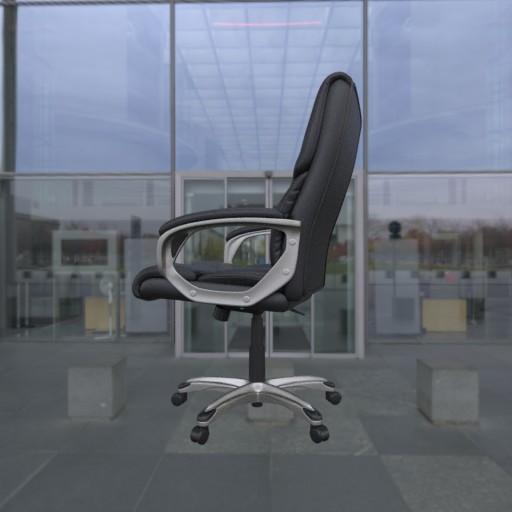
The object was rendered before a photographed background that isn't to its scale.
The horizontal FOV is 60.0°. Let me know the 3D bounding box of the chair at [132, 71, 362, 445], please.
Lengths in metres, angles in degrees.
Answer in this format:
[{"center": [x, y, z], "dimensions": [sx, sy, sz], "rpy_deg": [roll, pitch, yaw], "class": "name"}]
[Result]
[{"center": [0.000, 0.000, 1.629], "dimensions": [0.739, 1.155, 0.663], "rpy_deg": [0, 0, 17], "class": "chair"}]
